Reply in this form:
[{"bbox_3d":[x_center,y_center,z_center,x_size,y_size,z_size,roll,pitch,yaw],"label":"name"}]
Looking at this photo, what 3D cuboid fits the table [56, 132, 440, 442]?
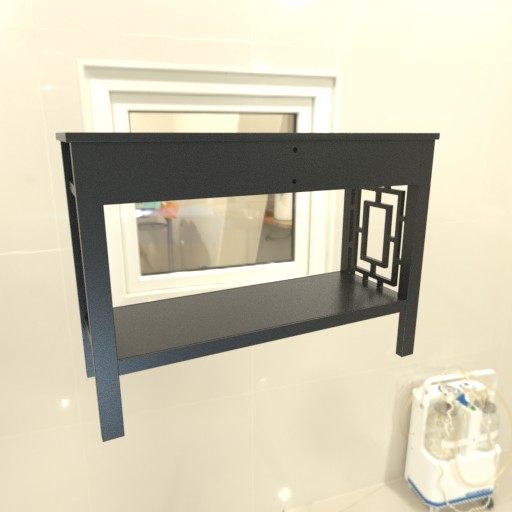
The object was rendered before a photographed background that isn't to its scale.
[{"bbox_3d":[0.000,0.000,1.407,1.068,0.753,0.397,-7,17,-25],"label":"table"}]
